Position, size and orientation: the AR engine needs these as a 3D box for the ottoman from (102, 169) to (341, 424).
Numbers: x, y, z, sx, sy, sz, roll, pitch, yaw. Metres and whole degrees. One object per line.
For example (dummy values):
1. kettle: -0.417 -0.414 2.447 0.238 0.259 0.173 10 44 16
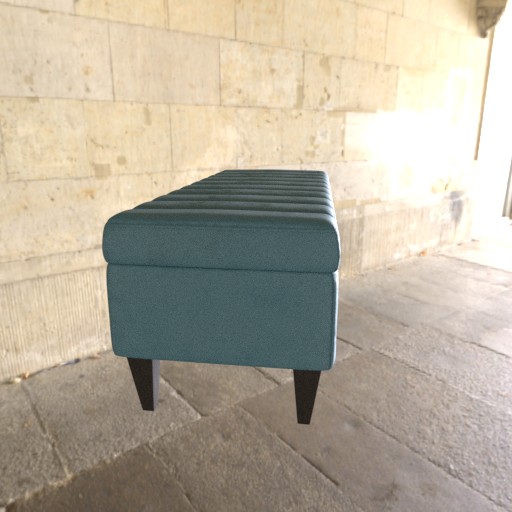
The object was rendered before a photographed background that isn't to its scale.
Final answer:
1. ottoman: 0.000 0.000 1.439 0.482 0.469 1.151 2 16 8
